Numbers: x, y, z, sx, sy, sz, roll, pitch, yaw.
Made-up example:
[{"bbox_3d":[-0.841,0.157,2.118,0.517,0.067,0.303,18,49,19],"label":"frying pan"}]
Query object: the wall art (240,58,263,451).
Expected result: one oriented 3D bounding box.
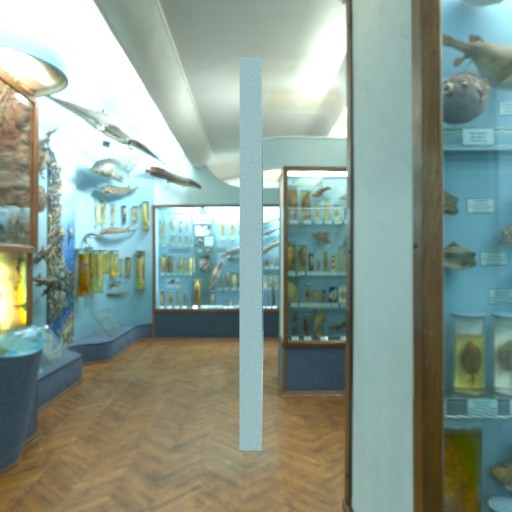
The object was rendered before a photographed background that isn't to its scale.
[{"bbox_3d":[0.000,0.000,1.671,0.051,0.902,1.308,0,-1,1],"label":"wall art"}]
